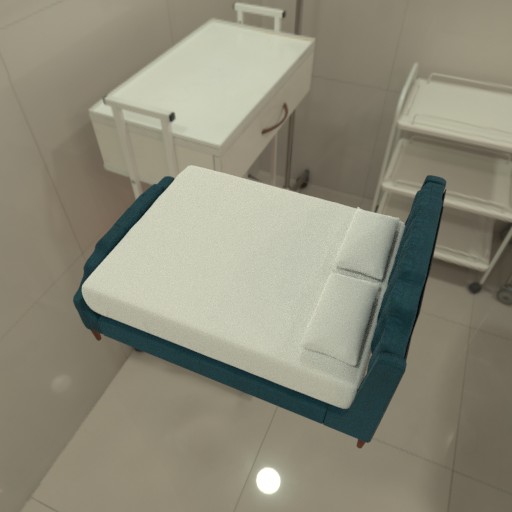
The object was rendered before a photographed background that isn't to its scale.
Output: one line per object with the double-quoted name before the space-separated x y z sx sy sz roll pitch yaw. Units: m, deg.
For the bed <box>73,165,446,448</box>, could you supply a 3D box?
"bed" 0.000 0.000 3.359 2.322 1.351 1.676 17 50 15
